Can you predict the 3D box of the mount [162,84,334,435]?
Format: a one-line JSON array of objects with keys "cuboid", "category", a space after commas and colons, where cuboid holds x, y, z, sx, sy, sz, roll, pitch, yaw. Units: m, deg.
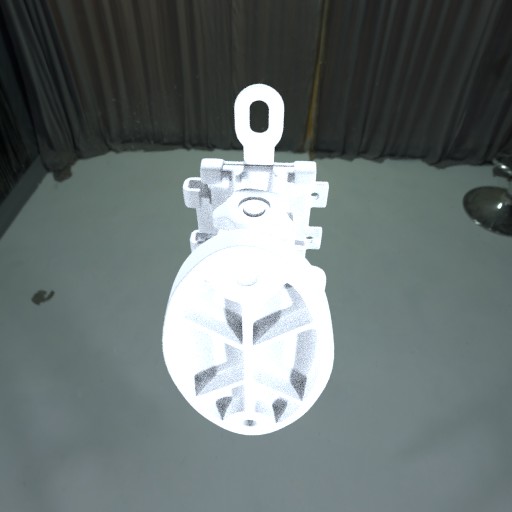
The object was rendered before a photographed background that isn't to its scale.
[{"cuboid": [0.000, 0.000, 0.175, 0.066, 0.118, 0.100, 2, 45, 2], "category": "mount"}]
